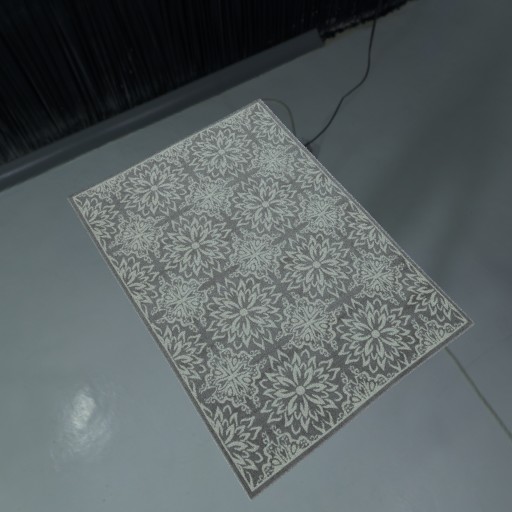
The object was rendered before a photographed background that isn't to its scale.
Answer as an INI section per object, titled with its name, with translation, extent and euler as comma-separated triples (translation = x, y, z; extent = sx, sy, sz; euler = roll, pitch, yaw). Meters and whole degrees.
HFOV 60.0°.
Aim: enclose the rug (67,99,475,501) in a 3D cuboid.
[rug]
translation = 0.000, 0.000, 2.817
extent = 1.608, 0.014, 2.213
euler = -32, 67, -15
